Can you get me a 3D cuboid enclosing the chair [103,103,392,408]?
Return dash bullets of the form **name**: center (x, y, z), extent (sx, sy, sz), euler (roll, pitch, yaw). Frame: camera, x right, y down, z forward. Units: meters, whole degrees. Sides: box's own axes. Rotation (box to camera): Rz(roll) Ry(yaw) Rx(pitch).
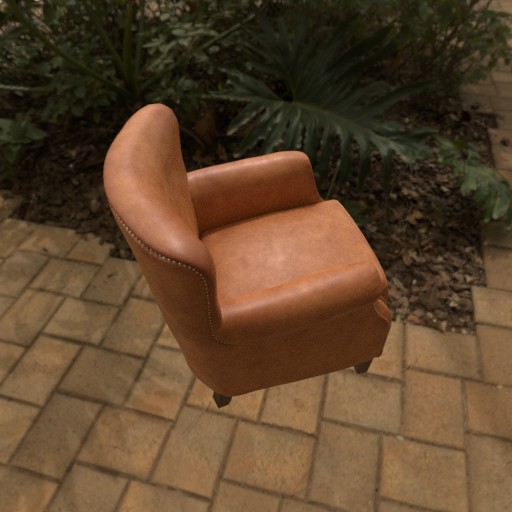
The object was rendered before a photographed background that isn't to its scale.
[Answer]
- **chair**: center (0.000, 0.000, 1.679), extent (0.921, 0.936, 0.861), euler (-10, 46, -10)
